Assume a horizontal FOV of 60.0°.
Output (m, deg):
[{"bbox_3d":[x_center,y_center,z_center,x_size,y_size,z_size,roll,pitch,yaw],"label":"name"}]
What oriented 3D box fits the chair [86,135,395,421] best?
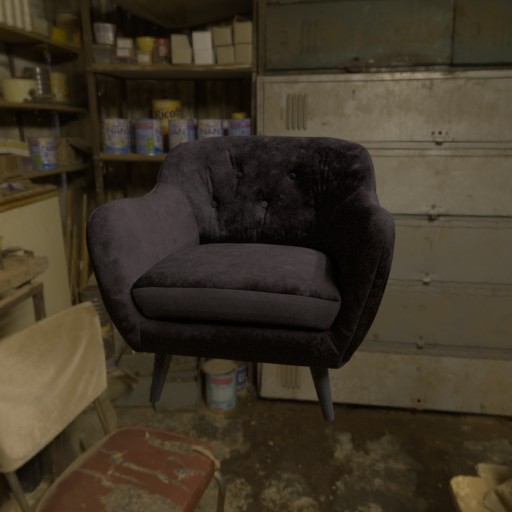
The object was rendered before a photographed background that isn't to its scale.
[{"bbox_3d":[0.000,0.000,1.552,0.840,0.807,0.819,3,16,9],"label":"chair"}]
